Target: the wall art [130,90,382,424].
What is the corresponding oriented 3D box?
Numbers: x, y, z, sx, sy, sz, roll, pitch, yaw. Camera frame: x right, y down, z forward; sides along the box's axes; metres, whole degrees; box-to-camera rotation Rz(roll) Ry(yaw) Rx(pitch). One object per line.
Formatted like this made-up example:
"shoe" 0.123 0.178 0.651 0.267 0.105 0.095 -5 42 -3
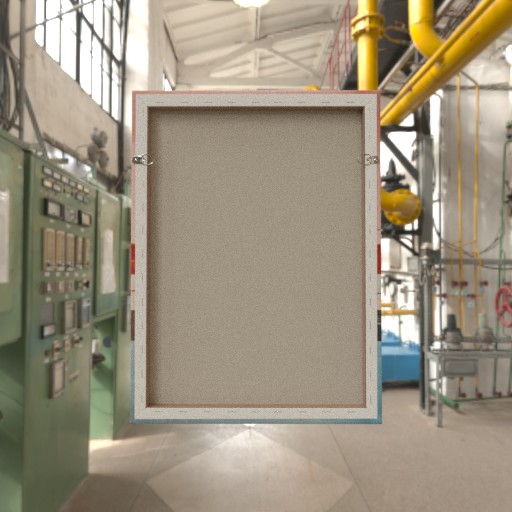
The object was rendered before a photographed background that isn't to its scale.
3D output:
"wall art" 0.000 0.000 1.364 0.761 1.016 0.039 0 -1 0
